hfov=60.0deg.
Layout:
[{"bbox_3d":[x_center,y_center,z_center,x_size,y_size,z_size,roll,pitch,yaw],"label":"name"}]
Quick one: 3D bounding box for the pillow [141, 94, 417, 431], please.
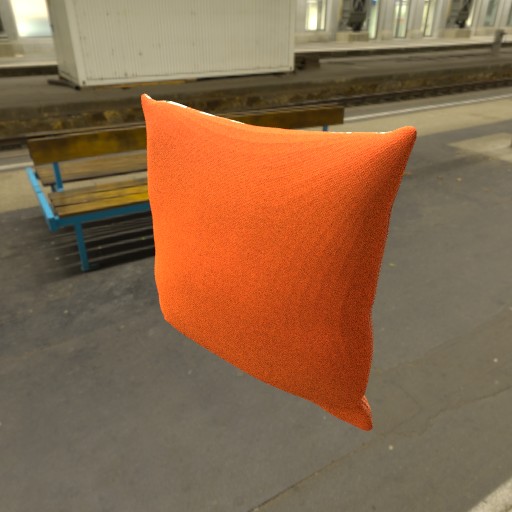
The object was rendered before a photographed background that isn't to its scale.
[{"bbox_3d":[0.000,0.000,0.671,0.440,0.441,0.182,20,35,32],"label":"pillow"}]
